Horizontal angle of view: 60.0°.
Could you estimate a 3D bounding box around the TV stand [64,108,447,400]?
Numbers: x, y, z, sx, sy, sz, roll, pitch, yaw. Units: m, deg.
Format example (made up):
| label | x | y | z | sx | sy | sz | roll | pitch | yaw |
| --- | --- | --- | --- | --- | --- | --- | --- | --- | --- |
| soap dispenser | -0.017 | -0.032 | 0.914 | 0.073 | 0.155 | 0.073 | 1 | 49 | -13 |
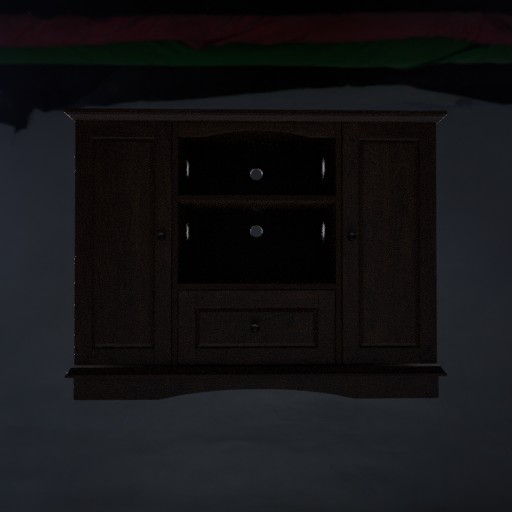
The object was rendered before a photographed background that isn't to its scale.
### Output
| label | x | y | z | sx | sy | sz | roll | pitch | yaw |
| --- | --- | --- | --- | --- | --- | --- | --- | --- | --- |
| TV stand | 0.000 | 0.000 | 1.434 | 1.067 | 0.813 | 0.406 | 0 | -1 | -1 |
